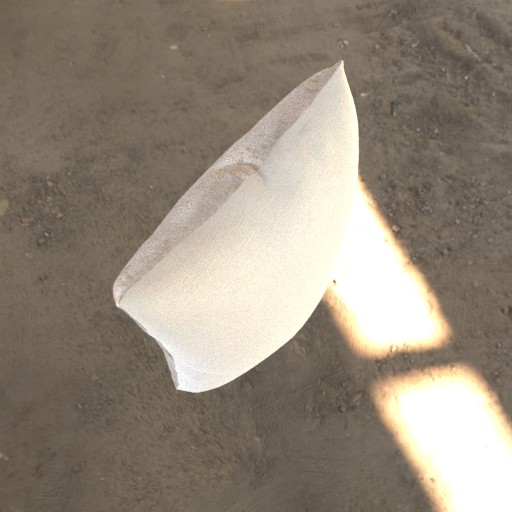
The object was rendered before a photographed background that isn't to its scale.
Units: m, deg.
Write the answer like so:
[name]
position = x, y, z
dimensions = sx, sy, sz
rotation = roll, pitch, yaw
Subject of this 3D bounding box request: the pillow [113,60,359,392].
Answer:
[pillow]
position = 0.000, 0.000, 0.714
dimensions = 0.245, 0.448, 0.450
rotation = 35, 68, 16
